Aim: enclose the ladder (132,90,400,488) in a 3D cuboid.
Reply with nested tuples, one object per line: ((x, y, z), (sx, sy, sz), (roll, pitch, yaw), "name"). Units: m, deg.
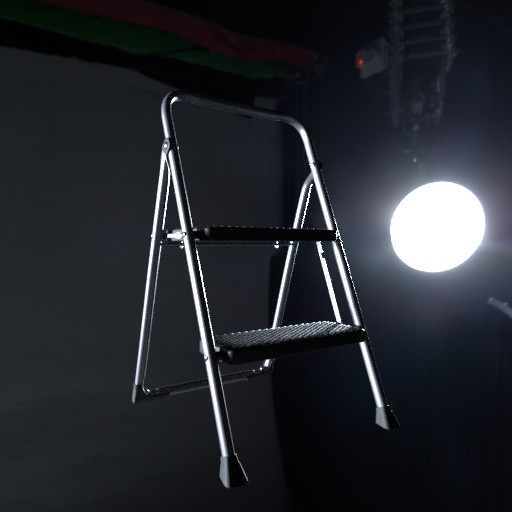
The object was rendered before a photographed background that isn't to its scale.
((0.000, 0.000, 1.001), (0.430, 0.720, 0.472), (-1, 2, -35), "ladder")
